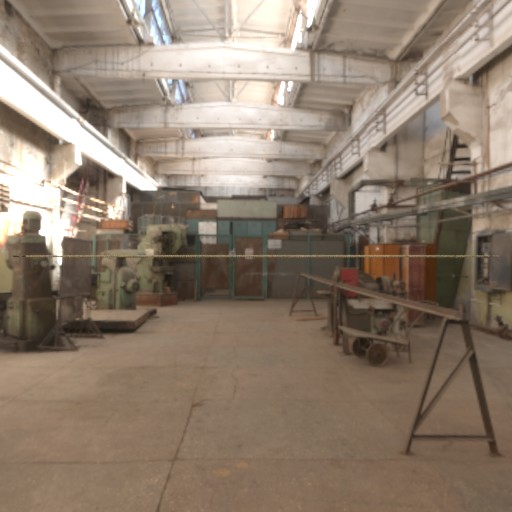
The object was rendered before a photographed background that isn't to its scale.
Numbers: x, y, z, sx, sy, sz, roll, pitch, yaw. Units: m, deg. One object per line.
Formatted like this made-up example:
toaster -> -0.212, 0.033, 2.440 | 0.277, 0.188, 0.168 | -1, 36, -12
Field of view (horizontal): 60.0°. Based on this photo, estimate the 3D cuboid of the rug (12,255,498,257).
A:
rug -> 0.000, 0.000, 2.966 | 2.435, 0.010, 1.544 | 0, 0, 1
